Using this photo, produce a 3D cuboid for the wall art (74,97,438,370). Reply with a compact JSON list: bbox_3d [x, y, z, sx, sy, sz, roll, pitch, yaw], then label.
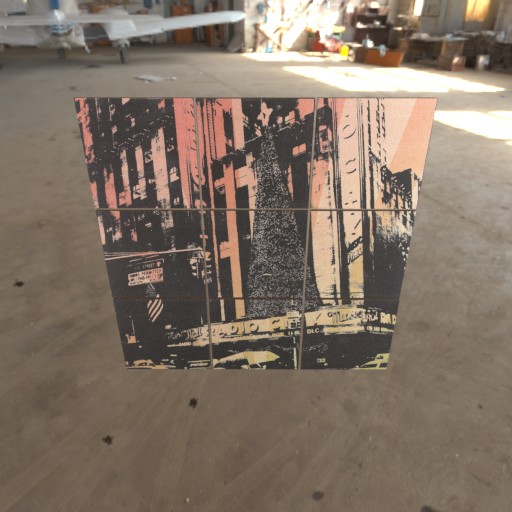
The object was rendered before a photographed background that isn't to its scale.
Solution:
[{"bbox_3d":[0.000,0.000,1.781,1.216,1.216,0.013,0,30,0],"label":"wall art"}]
